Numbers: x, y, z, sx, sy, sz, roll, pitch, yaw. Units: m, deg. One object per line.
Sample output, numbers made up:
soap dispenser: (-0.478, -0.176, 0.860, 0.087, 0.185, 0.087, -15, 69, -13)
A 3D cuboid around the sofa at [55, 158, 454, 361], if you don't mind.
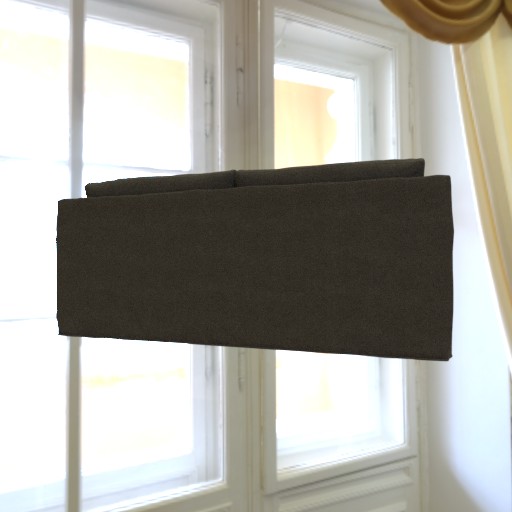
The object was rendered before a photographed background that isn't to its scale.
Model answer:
sofa: (0.000, 0.000, 2.472, 1.982, 0.855, 0.953, 0, -1, 20)
